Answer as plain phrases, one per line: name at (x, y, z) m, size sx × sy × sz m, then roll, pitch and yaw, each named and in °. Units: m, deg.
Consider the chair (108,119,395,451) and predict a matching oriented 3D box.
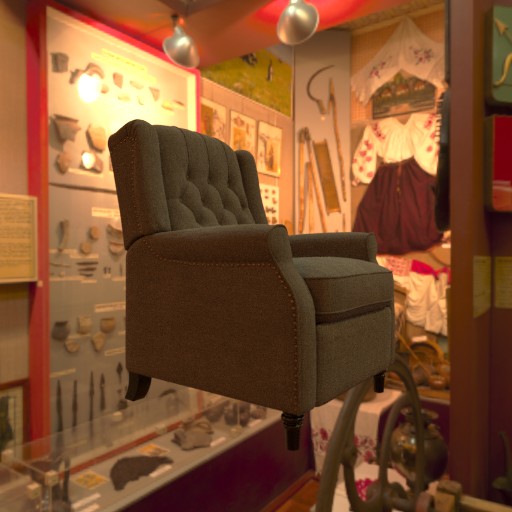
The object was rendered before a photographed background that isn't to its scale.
chair at (0.000, 0.000, 1.646) m, size 0.898 × 1.035 × 0.742 m, roll 0°, pitch 1°, yaw 37°
